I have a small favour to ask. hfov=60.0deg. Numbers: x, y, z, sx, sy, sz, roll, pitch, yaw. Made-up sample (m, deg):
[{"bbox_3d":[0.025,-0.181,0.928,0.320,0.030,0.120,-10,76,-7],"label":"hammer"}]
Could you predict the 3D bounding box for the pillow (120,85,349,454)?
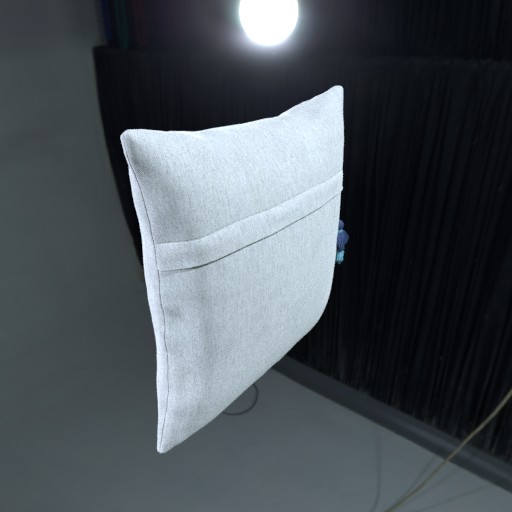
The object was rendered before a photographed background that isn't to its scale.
[{"bbox_3d":[0.000,0.000,0.654,0.173,0.436,0.433,18,32,31],"label":"pillow"}]
